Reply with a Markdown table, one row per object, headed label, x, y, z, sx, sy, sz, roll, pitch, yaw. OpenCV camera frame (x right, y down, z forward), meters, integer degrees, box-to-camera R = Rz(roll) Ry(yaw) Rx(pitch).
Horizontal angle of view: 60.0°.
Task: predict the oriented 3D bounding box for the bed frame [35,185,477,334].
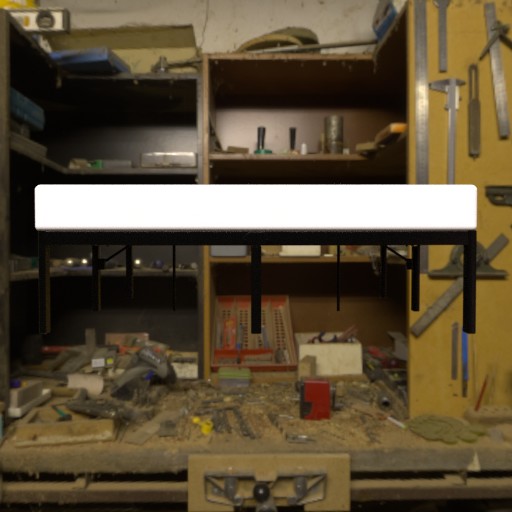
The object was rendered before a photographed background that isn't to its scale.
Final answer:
| label | x | y | z | sx | sy | sz | roll | pitch | yaw |
| --- | --- | --- | --- | --- | --- | --- | --- | --- | --- |
| bed frame | 0.000 | 0.000 | 2.645 | 1.956 | 0.659 | 1.408 | 0 | 1 | 0 |
